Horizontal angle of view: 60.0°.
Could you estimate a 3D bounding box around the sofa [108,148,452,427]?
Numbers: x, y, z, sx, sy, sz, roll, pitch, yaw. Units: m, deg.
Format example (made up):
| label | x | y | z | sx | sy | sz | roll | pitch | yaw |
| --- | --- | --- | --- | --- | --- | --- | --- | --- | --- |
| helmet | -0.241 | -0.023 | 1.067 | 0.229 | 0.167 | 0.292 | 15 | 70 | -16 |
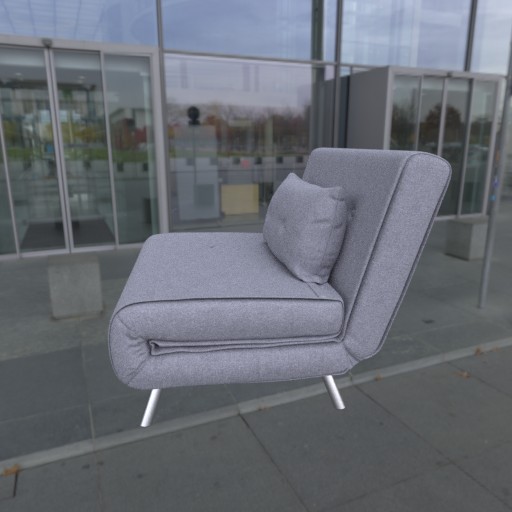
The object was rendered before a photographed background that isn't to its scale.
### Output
| label | x | y | z | sx | sy | sz | roll | pitch | yaw |
| --- | --- | --- | --- | --- | --- | --- | --- | --- | --- |
| sofa | 0.000 | 0.000 | 1.761 | 1.000 | 0.825 | 1.020 | -2 | 15 | -8 |
